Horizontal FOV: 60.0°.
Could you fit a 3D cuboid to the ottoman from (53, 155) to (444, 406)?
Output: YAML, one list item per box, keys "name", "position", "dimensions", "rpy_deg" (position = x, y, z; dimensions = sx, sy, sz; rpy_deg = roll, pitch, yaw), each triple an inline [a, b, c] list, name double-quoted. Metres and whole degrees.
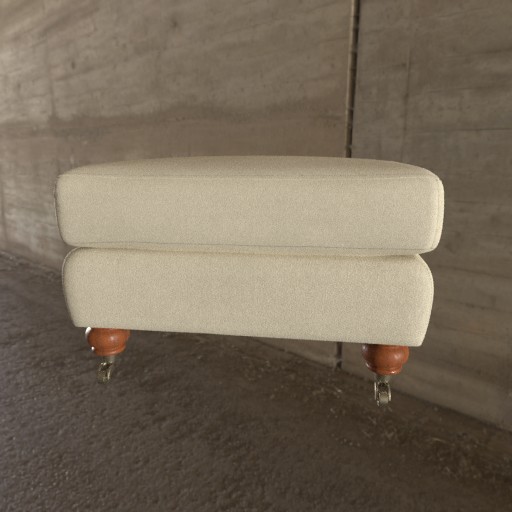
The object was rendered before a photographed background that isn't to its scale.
- name: "ottoman"
  position: [0.000, 0.000, 1.131]
  dimensions: [0.773, 0.499, 0.569]
  rpy_deg: [2, 13, 8]
